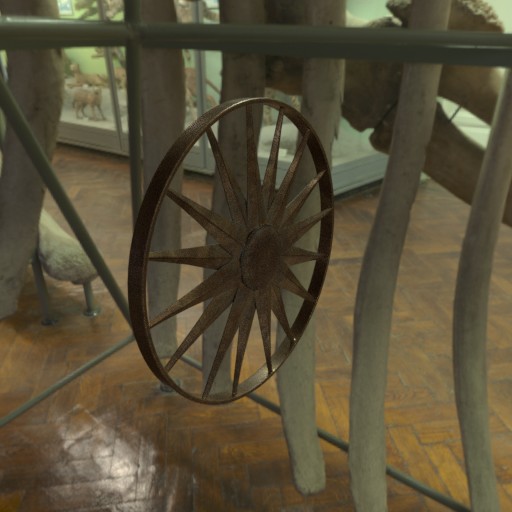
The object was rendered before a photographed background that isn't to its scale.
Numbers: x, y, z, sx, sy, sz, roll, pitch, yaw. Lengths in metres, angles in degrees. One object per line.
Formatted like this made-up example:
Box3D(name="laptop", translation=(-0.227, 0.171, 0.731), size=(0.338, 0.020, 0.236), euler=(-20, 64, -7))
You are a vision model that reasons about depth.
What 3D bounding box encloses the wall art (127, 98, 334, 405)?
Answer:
Box3D(name="wall art", translation=(0.000, 0.000, 0.866), size=(0.084, 0.583, 0.582), euler=(19, 33, 32))
